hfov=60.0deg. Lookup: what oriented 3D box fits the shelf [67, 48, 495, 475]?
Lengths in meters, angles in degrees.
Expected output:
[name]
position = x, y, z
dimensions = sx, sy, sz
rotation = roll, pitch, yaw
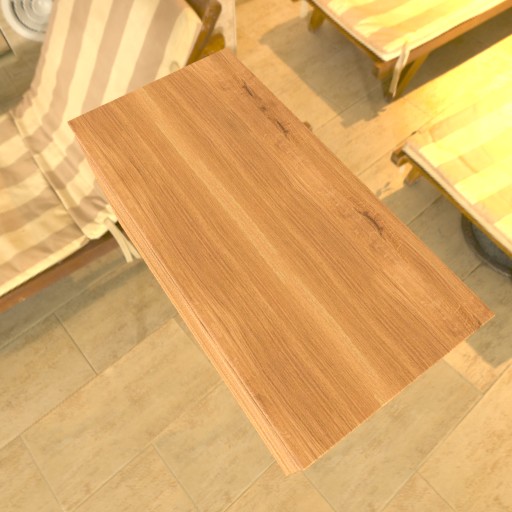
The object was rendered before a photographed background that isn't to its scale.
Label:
[shelf]
position = 0.000, 0.000, 1.002
dimensions = 0.400, 0.400, 0.800
rotation = -32, 67, -15
